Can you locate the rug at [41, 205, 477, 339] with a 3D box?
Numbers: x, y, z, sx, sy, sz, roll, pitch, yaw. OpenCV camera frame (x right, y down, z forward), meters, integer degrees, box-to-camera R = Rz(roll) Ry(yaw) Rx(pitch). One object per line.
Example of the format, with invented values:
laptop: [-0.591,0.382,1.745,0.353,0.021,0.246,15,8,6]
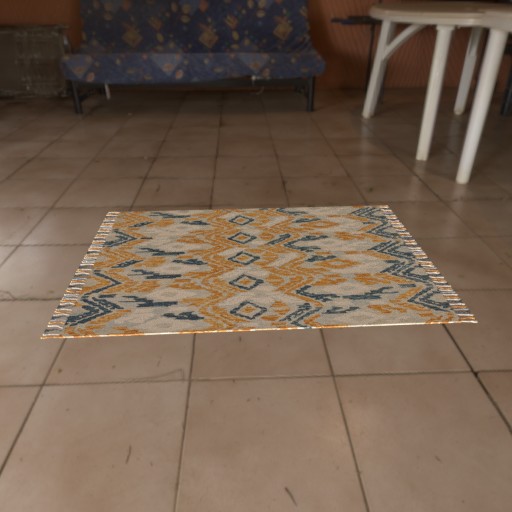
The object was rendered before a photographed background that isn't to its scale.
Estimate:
rug: [0.000,0.000,2.367,1.827,0.008,1.230,-2,30,-3]
